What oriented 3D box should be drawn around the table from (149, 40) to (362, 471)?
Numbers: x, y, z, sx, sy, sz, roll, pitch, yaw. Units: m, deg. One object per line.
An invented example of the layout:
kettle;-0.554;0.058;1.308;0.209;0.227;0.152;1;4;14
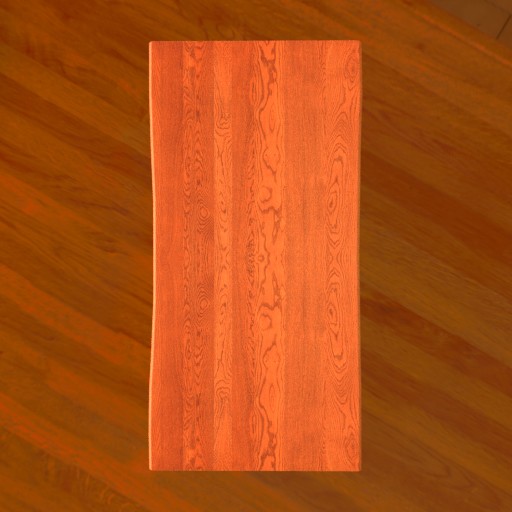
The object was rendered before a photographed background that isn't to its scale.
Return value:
table;0.000;0.000;2.216;0.900;0.770;1.800;0;90;0
